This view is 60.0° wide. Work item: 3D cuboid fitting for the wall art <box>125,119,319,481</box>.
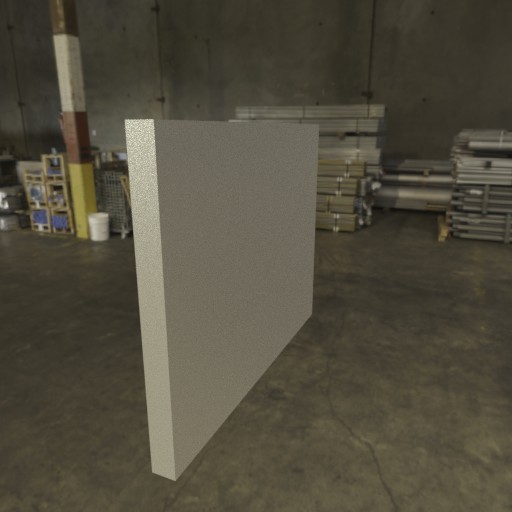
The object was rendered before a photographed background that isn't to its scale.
[{"bbox_3d":[0.000,0.000,1.393,0.066,0.801,1.056,7,17,23],"label":"wall art"}]
